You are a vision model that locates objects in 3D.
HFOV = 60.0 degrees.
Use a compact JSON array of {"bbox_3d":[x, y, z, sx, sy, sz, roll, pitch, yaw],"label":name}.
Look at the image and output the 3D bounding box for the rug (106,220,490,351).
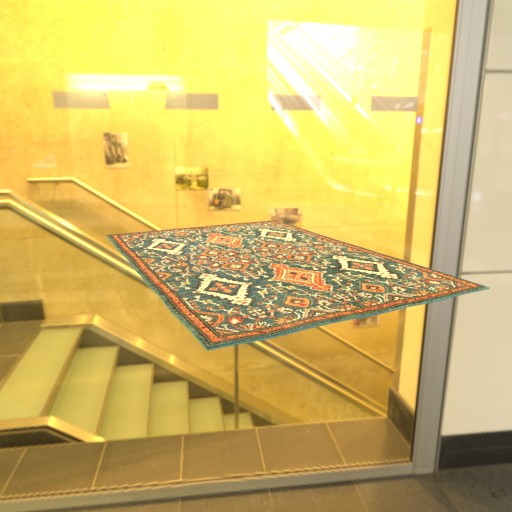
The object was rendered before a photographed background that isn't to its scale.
[{"bbox_3d":[0.000,0.000,3.020,1.622,0.009,2.373,-7,16,-26],"label":"rug"}]
